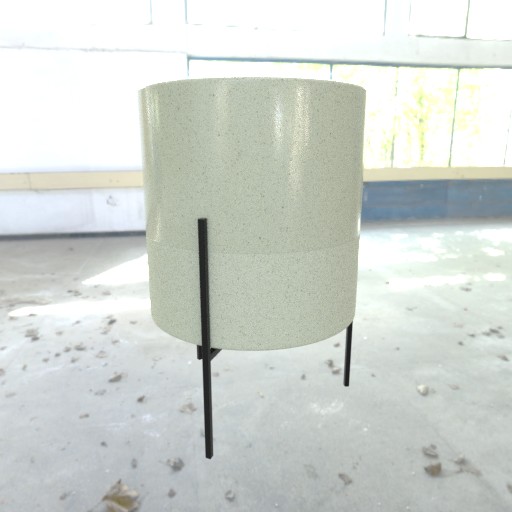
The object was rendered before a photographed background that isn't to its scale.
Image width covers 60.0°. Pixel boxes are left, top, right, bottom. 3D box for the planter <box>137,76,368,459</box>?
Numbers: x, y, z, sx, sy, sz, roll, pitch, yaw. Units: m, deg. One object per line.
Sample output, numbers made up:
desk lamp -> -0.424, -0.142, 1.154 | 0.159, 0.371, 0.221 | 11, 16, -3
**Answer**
planter -> 0.000, 0.000, 0.679 | 0.323, 0.475, 0.314 | -2, 15, -9
